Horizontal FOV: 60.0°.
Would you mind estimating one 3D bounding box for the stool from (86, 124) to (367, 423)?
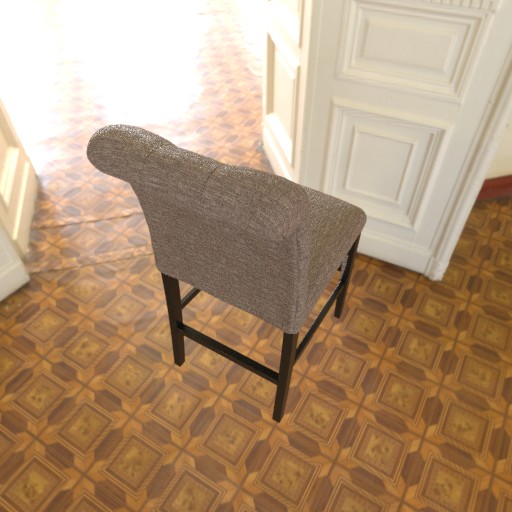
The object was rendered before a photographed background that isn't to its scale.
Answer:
[{"bbox_3d":[0.000,0.000,1.294,0.457,0.970,0.611,23,51,20],"label":"stool"}]
